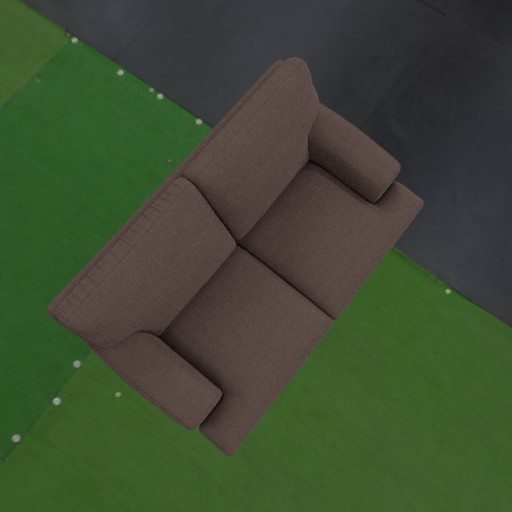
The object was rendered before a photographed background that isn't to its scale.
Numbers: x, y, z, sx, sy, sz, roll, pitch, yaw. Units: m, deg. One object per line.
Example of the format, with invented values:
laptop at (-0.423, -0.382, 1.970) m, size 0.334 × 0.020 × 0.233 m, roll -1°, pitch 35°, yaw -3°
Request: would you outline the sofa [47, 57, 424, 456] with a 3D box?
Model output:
sofa at (0.000, 0.000, 2.468) m, size 1.140 × 0.950 × 1.869 m, roll 38°, pitch 79°, yaw 9°
